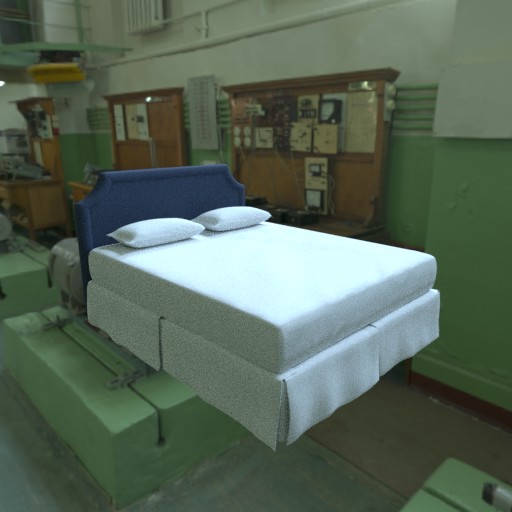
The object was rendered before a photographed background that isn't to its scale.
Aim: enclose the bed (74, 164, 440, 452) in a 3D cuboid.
[{"bbox_3d":[0.000,0.000,4.183,2.773,1.488,2.350,15,22,43],"label":"bed"}]
